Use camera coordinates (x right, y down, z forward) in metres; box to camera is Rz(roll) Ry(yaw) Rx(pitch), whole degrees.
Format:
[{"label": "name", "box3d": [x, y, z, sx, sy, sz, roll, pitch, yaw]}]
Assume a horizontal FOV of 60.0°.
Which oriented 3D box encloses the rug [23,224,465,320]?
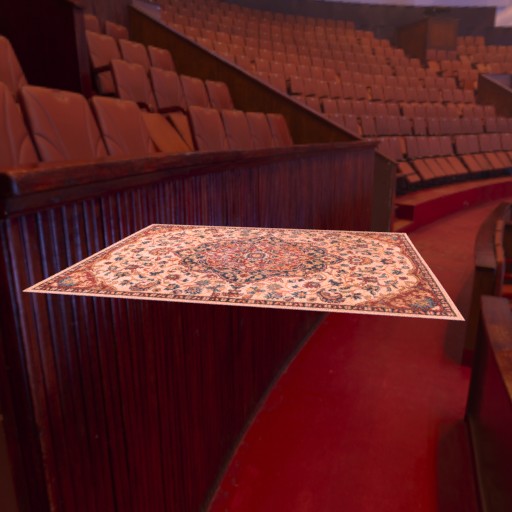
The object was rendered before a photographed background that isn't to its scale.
[{"label": "rug", "box3d": [0.000, 0.000, 4.173, 3.067, 0.005, 2.454, 3, 16, 9]}]
